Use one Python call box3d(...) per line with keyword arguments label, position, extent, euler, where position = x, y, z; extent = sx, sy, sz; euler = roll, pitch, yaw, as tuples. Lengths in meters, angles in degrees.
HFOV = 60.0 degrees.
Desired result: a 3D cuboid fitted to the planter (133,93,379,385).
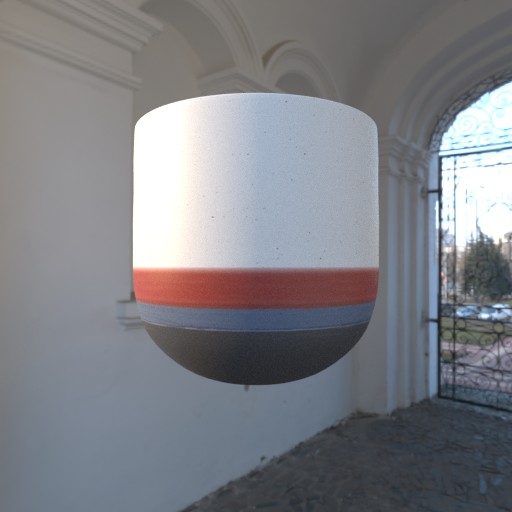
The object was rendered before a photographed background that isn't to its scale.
box3d(label="planter", position=(0.000, 0.000, 0.501), extent=(0.268, 0.270, 0.268), euler=(0, -1, 0))
